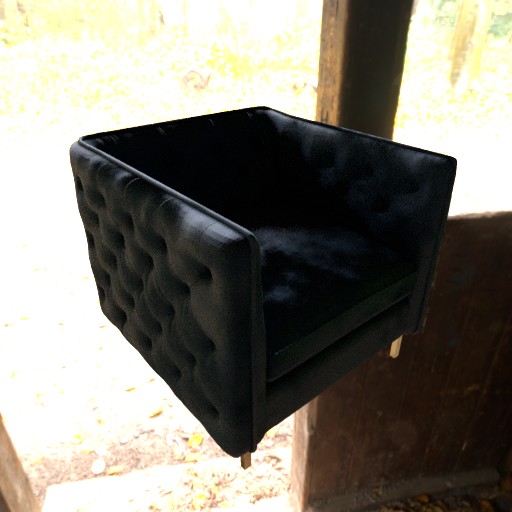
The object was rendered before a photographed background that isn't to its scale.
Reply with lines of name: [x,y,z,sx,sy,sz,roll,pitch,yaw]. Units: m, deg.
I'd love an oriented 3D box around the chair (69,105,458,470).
chair: [0.000,0.000,1.491,0.868,0.771,0.877,-23,37,-34]
